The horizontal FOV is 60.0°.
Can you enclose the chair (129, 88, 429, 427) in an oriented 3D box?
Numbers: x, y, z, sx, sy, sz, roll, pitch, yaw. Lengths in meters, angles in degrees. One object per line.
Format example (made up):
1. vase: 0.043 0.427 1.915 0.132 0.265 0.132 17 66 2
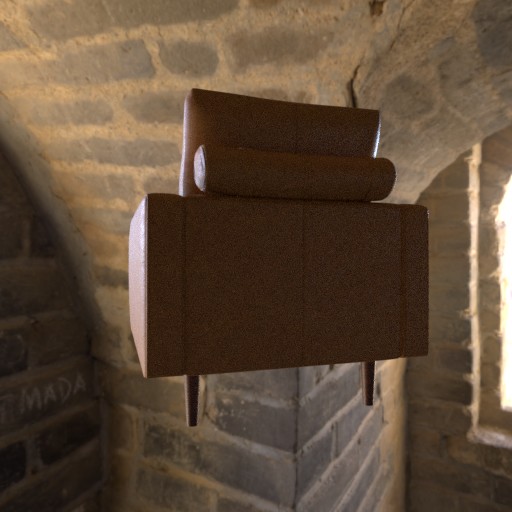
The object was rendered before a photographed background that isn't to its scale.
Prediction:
1. chair: 0.000 0.000 1.527 0.831 0.896 0.868 0 0 -18
